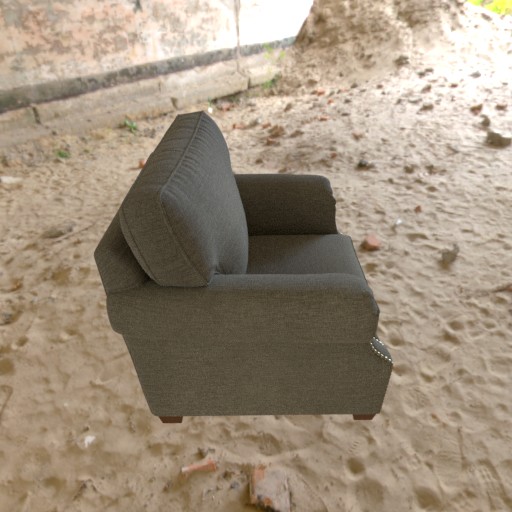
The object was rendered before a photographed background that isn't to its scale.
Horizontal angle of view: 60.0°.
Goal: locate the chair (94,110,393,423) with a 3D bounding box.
[{"bbox_3d":[0.000,0.000,1.832,0.965,0.961,1.092,0,32,-1],"label":"chair"}]
